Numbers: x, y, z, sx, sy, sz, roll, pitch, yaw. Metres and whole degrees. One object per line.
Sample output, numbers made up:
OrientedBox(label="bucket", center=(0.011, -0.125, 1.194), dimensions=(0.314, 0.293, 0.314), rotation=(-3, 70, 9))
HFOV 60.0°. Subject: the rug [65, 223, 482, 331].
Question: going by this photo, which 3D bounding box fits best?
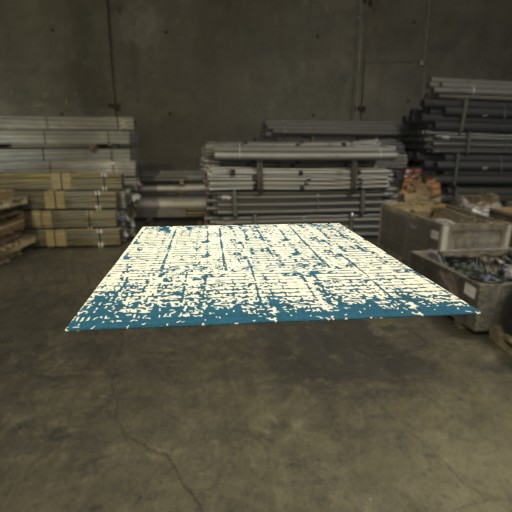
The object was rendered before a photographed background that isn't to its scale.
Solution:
OrientedBox(label="rug", center=(0.000, 0.000, 3.988), dimensions=(2.416, 0.014, 3.017), rotation=(-2, 15, -6))
